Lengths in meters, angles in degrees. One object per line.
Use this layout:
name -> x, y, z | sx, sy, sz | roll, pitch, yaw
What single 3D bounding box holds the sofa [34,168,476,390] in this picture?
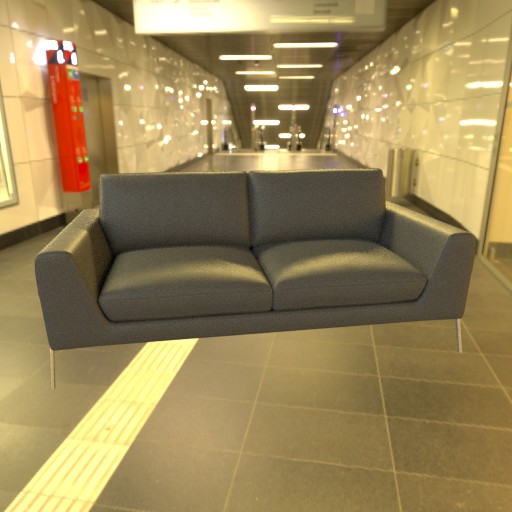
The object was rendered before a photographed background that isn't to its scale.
sofa -> 0.000, 0.000, 2.442 | 2.017, 0.875, 0.953 | -3, 17, -9
